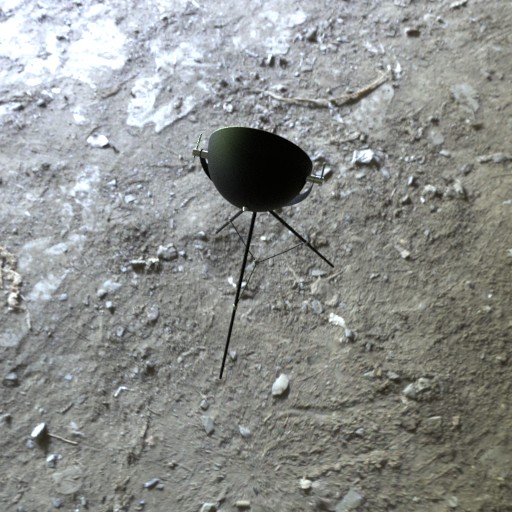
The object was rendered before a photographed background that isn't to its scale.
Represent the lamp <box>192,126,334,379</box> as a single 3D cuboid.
[{"bbox_3d":[0.000,0.000,2.057,0.817,1.512,0.920,14,65,7],"label":"lamp"}]
